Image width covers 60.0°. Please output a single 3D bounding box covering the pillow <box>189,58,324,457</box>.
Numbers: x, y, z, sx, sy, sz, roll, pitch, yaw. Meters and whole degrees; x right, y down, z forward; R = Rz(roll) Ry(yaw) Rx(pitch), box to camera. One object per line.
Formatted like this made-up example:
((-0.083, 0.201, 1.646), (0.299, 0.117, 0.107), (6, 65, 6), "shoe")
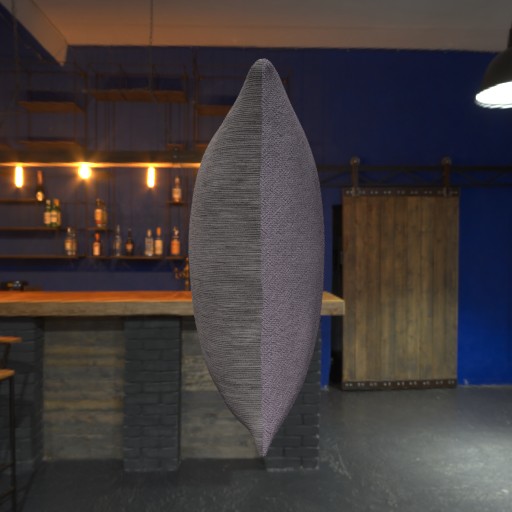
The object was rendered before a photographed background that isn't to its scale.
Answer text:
((0.000, 0.000, 0.695), (0.204, 0.439, 0.452), (0, 1, 0), "pillow")
